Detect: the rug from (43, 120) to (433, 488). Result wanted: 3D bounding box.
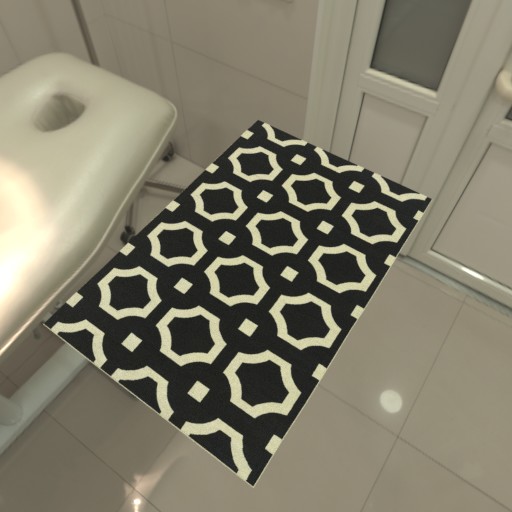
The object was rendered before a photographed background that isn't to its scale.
[{"bbox_3d":[0.000,0.000,2.957,1.555,0.016,2.286,30,61,19],"label":"rug"}]
